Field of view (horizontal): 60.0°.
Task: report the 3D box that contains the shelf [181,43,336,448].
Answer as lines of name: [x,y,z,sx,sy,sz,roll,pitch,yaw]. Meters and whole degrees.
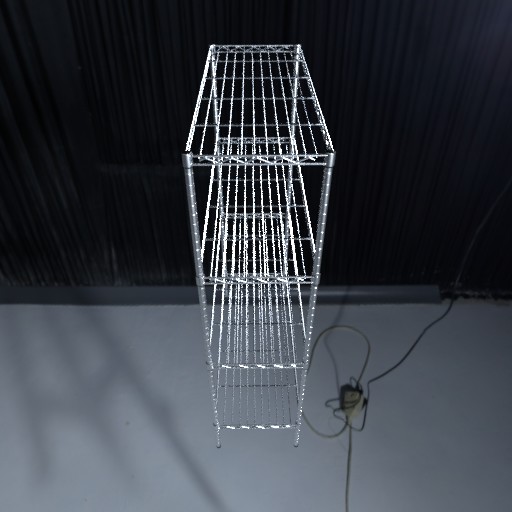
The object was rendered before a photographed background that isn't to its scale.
shelf: [0.000,0.000,1.781,0.352,1.360,0.907,0,40,-1]
